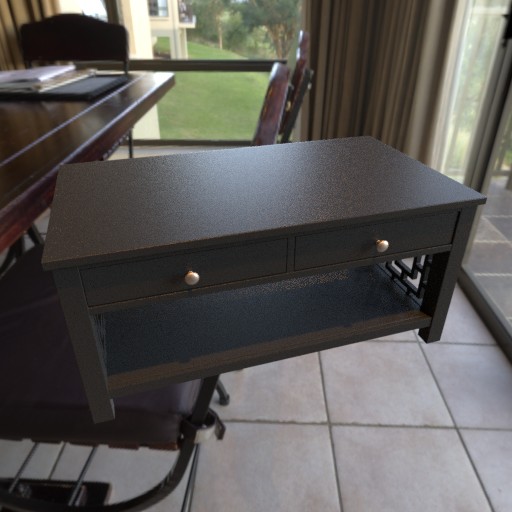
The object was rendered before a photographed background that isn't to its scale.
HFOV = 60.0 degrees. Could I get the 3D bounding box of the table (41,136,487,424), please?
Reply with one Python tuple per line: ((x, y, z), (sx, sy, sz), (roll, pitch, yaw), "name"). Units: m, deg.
((0.000, 0.000, 1.370), (1.068, 0.493, 0.612), (-9, 32, -15), "table")
